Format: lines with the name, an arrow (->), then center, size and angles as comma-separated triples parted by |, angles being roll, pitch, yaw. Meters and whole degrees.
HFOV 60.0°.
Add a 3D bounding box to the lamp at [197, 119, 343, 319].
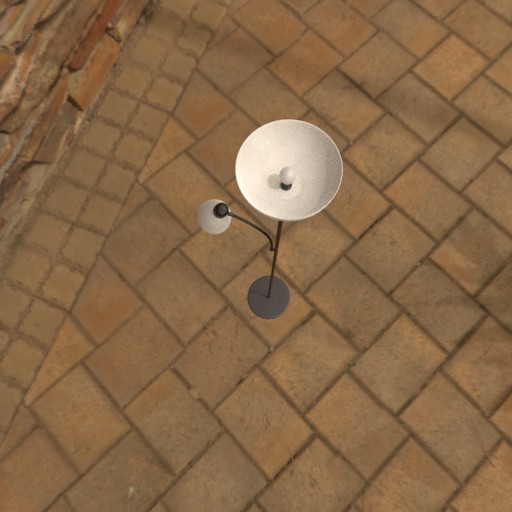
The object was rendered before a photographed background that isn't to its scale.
lamp -> 0.000, 0.000, 1.969 | 0.442, 1.804, 0.279 | 17, 75, 5
